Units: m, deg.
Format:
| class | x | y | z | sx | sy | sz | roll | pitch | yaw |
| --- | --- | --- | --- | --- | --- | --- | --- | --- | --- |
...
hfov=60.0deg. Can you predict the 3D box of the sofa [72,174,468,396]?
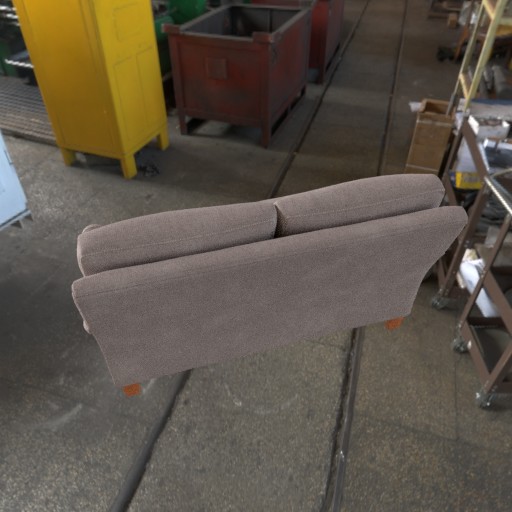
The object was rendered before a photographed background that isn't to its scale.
| class | x | y | z | sx | sy | sz | roll | pitch | yaw |
| --- | --- | --- | --- | --- | --- | --- | --- | --- | --- |
| sofa | 0.000 | 0.000 | 2.545 | 1.853 | 1.101 | 1.084 | -11 | 42 | -13 |
